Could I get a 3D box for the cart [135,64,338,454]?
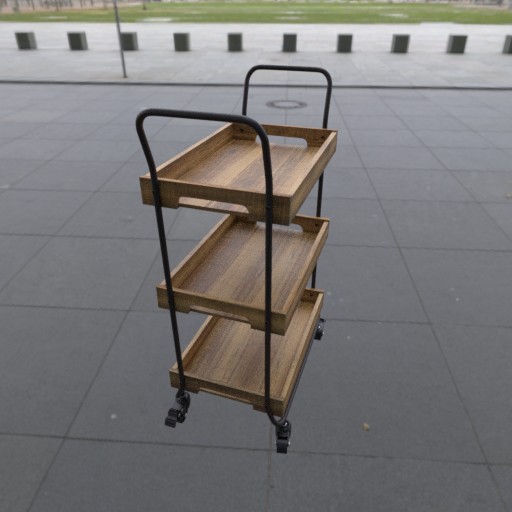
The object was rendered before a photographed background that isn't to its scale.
[{"bbox_3d":[0.000,0.000,1.164,0.339,0.857,0.583,10,32,16],"label":"cart"}]
